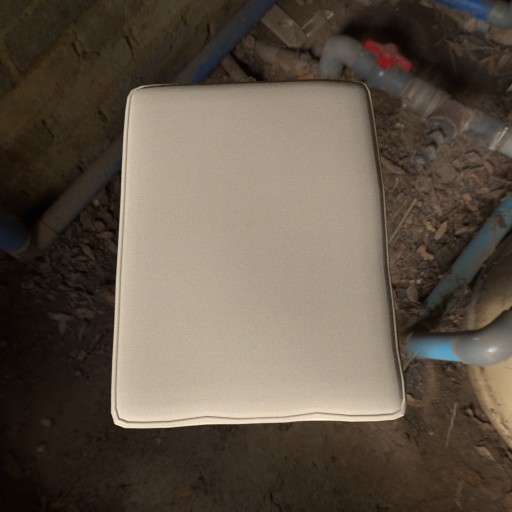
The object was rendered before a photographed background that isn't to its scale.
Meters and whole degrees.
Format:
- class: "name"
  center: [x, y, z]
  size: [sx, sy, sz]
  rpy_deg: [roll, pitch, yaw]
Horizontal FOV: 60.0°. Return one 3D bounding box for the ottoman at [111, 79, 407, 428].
- class: "ottoman"
  center: [0.000, 0.000, 1.185]
  size: [0.634, 0.485, 0.818]
  rpy_deg: [-2, 75, 0]
